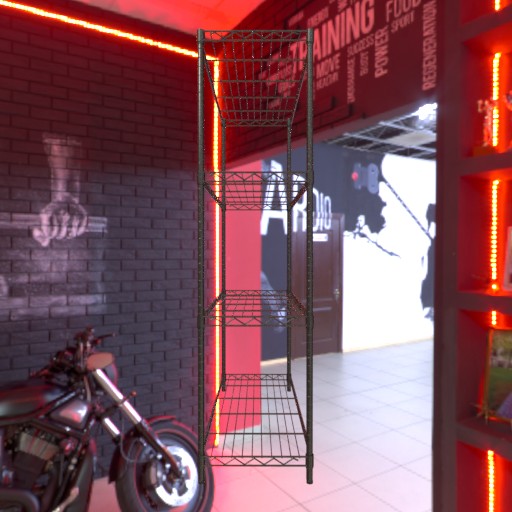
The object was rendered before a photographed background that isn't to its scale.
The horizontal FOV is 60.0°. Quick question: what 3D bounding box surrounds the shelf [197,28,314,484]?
[{"bbox_3d":[0.000,0.000,1.774,0.352,1.361,0.907,0,1,0],"label":"shelf"}]
